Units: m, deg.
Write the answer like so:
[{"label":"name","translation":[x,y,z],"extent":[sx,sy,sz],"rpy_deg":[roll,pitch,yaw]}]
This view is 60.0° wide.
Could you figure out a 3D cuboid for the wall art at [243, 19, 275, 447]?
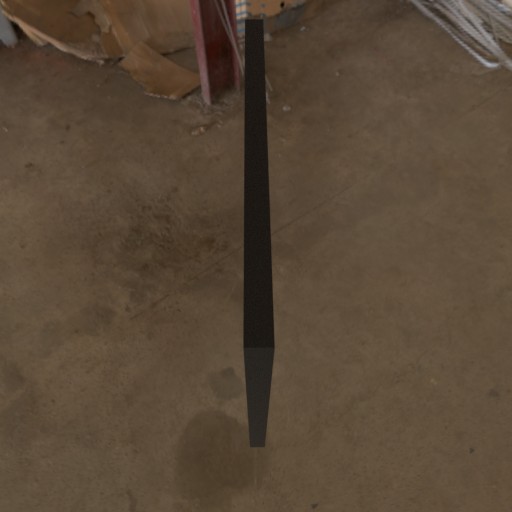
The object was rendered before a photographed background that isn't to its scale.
[{"label":"wall art","translation":[0.000,0.000,0.740],"extent":[0.028,0.511,0.513],"rpy_deg":[-1,58,0]}]
